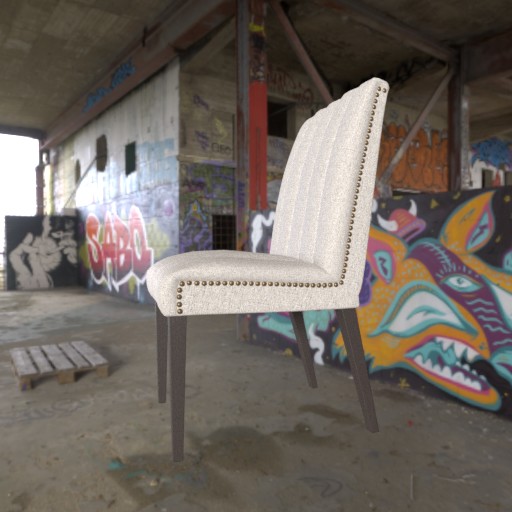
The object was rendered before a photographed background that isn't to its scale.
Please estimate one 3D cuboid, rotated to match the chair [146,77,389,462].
[{"bbox_3d":[0.000,0.000,1.388,0.647,1.016,0.511,0,1,-17],"label":"chair"}]
